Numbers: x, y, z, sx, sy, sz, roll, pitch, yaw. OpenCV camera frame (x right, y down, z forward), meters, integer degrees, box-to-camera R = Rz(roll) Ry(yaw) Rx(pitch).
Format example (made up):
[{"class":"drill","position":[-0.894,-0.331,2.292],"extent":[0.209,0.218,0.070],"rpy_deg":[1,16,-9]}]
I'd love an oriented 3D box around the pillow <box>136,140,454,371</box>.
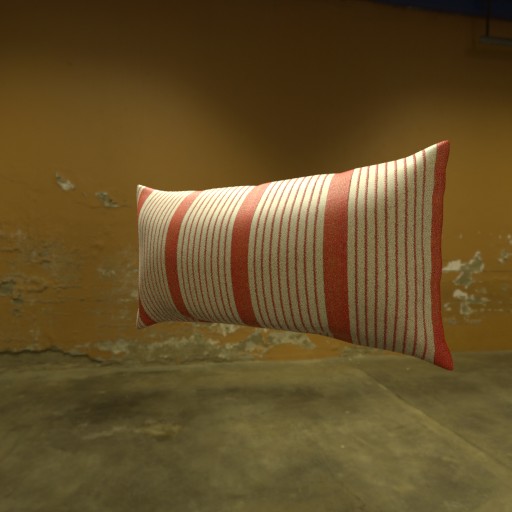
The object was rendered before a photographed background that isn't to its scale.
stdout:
[{"class":"pillow","position":[0.000,0.000,0.734],"extent":[0.608,0.297,0.151],"rpy_deg":[0,-1,36]}]
